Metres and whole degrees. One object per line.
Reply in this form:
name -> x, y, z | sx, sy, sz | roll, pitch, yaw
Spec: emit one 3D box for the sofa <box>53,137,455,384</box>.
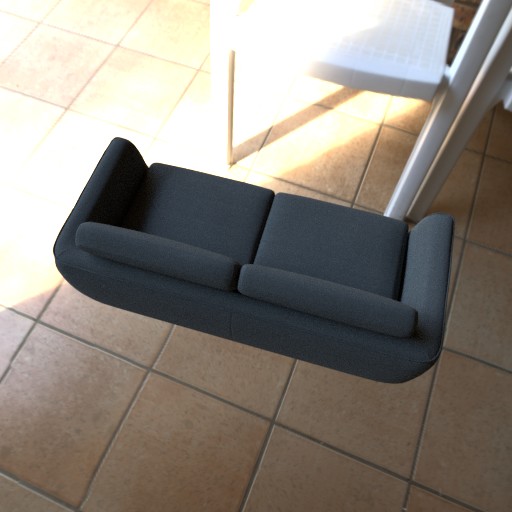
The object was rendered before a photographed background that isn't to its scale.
sofa -> 0.000, 0.000, 2.475 | 2.000, 0.850, 0.920 | 15, 65, 7
